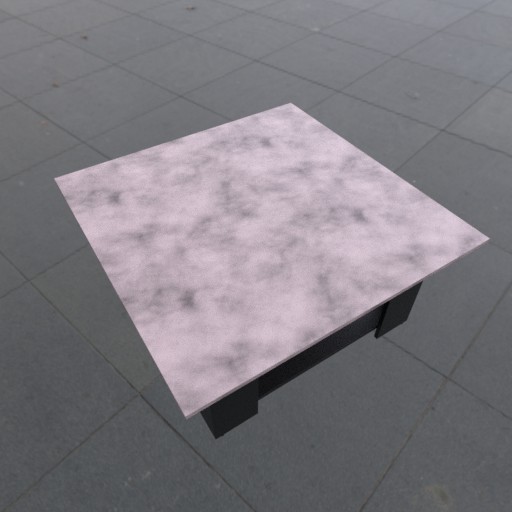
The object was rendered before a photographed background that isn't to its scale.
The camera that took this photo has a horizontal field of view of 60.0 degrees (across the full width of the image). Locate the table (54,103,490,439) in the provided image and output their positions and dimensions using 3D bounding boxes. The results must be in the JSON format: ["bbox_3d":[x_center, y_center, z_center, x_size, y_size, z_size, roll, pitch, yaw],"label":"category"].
[{"bbox_3d":[0.000,0.000,1.055,0.670,0.305,0.670,-25,51,-22],"label":"table"}]
